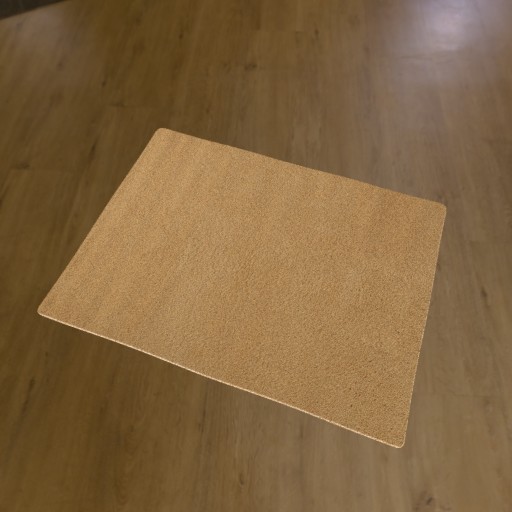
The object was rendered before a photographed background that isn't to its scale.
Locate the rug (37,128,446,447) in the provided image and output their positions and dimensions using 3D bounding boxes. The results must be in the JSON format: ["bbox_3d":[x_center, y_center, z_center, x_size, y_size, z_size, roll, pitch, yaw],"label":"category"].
[{"bbox_3d":[0.000,0.000,2.077,1.600,0.025,1.199,17,61,10],"label":"rug"}]
